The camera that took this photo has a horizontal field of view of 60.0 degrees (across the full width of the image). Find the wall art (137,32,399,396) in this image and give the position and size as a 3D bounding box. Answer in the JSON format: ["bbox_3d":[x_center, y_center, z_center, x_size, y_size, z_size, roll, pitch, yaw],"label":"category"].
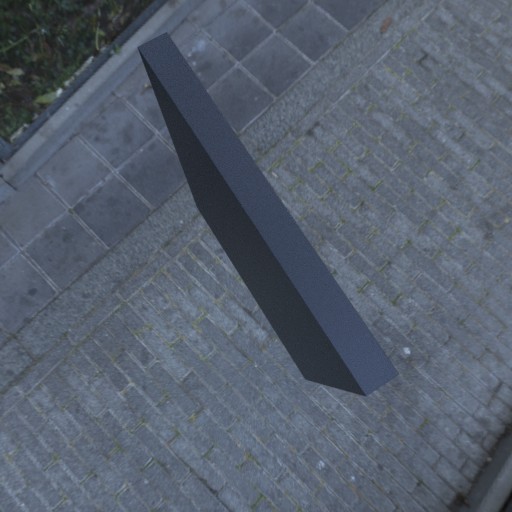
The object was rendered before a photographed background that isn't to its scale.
[{"bbox_3d":[0.000,0.000,0.519,0.028,0.380,0.325,-31,78,-7],"label":"wall art"}]
